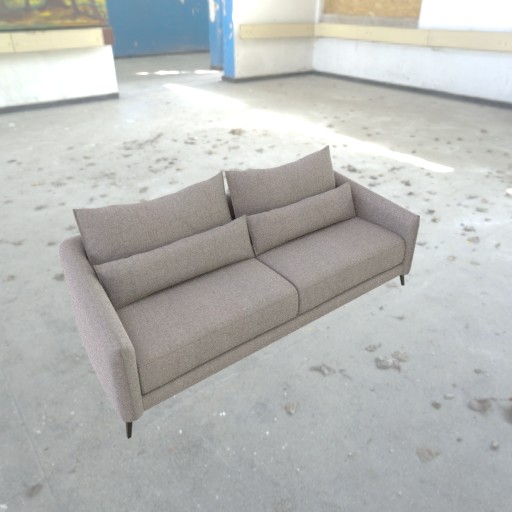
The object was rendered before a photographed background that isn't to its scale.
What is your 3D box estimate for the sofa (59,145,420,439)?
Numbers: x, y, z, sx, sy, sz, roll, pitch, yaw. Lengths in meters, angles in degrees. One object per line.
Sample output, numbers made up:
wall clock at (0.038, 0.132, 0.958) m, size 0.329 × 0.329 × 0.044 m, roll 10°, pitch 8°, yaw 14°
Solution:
sofa at (0.000, 0.000, 2.523) m, size 2.022 × 0.833 × 0.809 m, roll -21°, pitch 37°, yaw -32°
